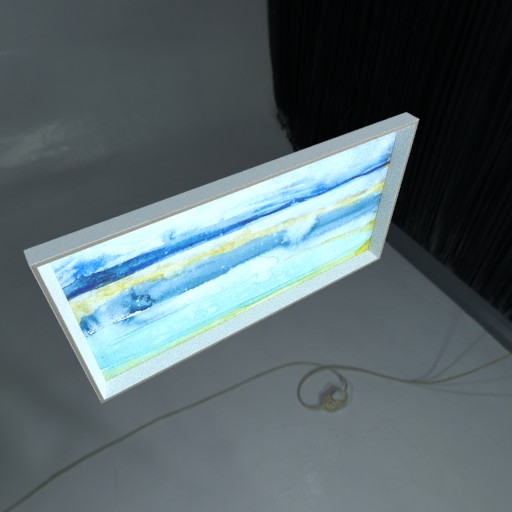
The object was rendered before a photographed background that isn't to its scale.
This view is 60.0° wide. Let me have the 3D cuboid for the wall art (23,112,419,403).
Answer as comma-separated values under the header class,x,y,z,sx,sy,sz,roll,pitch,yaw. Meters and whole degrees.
class,x,y,z,sx,sy,sz,roll,pitch,yaw
wall art,0.000,0.000,0.967,0.812,0.431,0.038,-24,50,-22
